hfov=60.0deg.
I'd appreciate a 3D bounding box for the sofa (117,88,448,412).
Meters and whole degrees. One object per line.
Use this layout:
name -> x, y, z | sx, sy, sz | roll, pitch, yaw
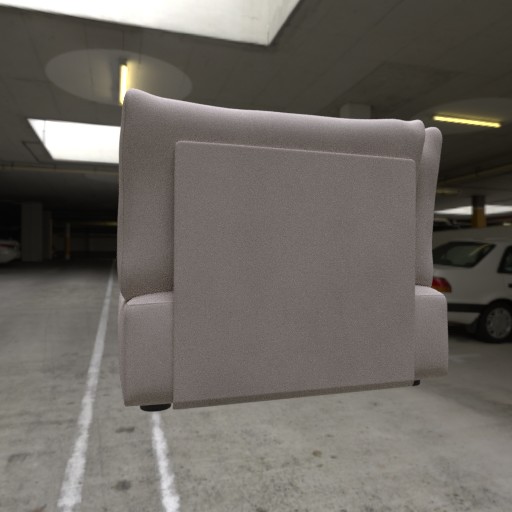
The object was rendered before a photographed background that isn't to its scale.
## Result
sofa -> 0.000, 0.000, 1.674 | 1.000, 0.820, 1.000 | 0, -1, -17
